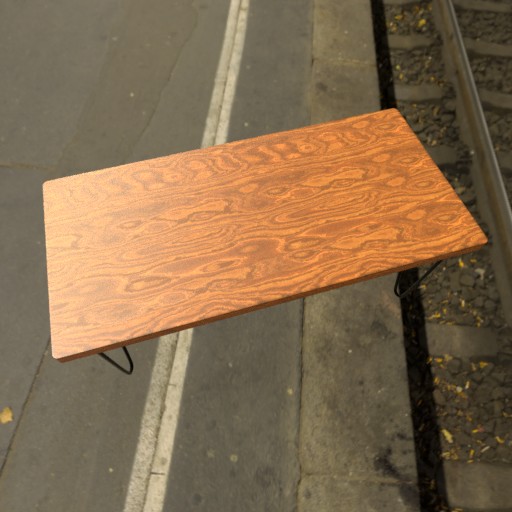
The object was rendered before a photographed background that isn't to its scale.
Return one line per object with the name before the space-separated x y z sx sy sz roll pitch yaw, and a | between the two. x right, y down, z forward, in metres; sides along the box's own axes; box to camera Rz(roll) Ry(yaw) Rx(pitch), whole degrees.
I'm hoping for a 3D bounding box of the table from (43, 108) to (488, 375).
table | 0.000 0.000 2.271 1.791 0.753 0.883 -14 59 -9
